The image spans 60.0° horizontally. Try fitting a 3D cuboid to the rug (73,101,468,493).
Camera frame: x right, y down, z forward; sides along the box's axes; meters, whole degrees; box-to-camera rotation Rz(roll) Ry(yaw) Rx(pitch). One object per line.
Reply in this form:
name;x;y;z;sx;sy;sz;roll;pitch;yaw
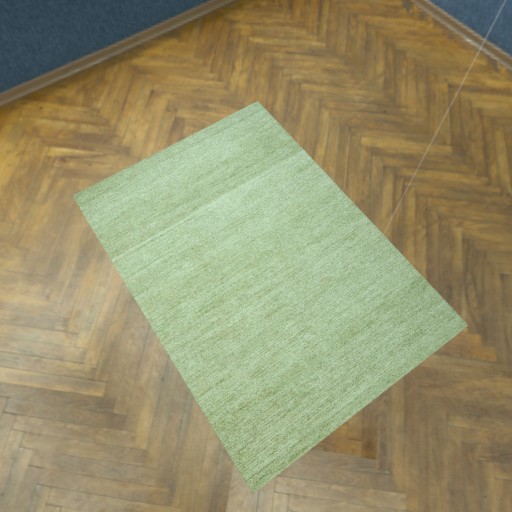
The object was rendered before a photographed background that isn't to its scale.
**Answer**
rug;0.000;0.000;2.936;1.606;0.017;2.270;-32;68;-15
